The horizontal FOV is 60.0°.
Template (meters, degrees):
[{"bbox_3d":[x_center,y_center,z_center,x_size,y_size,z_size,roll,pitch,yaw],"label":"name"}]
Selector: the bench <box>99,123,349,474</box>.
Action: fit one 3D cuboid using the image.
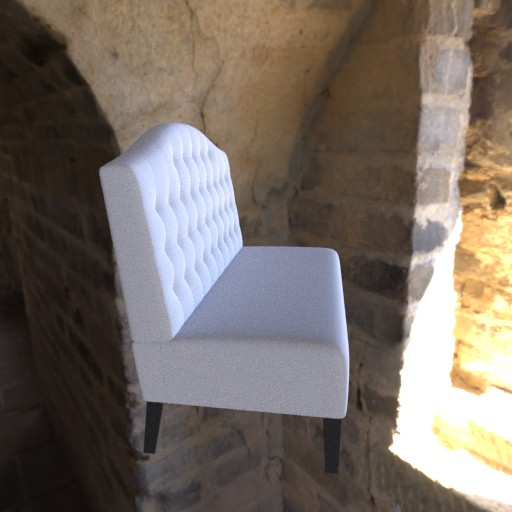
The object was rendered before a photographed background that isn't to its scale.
[{"bbox_3d":[0.000,0.000,2.047,0.815,1.180,1.335,2,15,8],"label":"bench"}]
